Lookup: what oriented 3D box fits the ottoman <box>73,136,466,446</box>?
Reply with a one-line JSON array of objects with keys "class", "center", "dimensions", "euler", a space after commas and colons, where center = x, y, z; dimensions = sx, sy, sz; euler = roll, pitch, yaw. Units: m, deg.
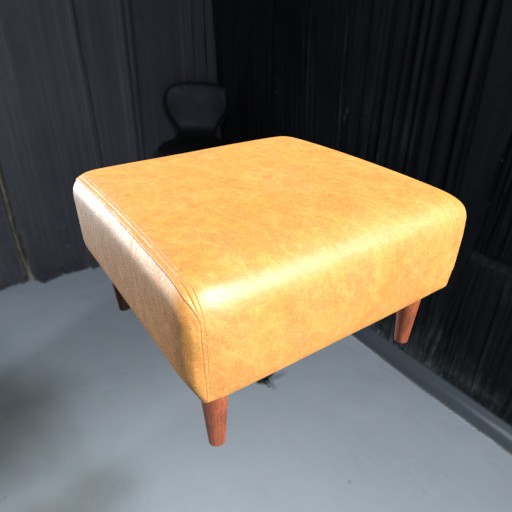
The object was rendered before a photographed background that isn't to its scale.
[{"class": "ottoman", "center": [0.000, 0.000, 1.049], "dimensions": [0.650, 0.399, 0.650], "euler": [-18, 35, -29]}]
